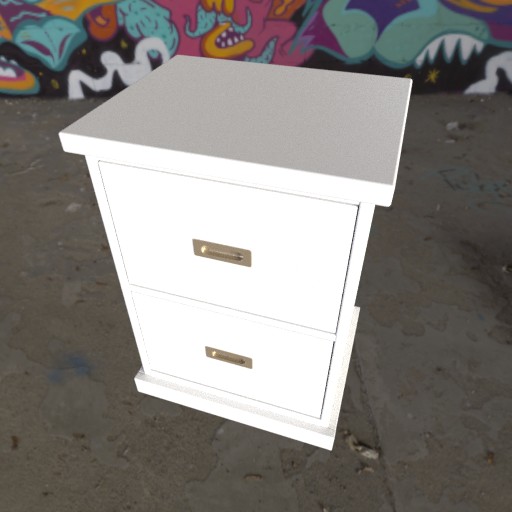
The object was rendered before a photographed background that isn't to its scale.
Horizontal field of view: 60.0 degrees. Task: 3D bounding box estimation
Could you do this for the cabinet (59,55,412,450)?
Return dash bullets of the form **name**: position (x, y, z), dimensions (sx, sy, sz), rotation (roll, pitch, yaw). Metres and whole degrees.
- **cabinet**: position (0.000, 0.000, 1.028), dimensions (0.520, 0.723, 0.431), rotation (12, 42, 14)
